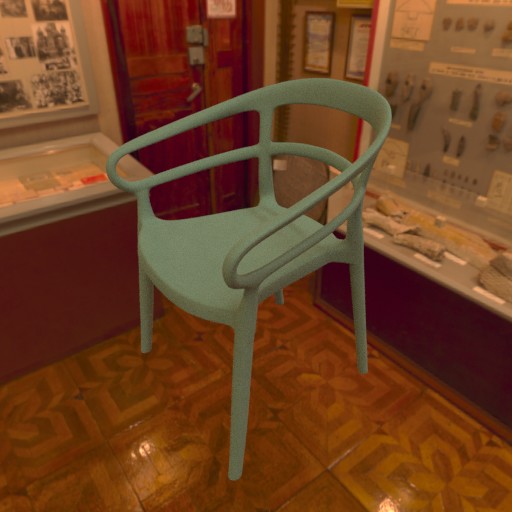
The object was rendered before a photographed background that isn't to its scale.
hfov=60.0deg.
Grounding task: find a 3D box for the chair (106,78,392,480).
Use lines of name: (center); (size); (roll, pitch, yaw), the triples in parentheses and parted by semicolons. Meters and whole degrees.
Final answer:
chair: (0.000, 0.000, 1.097); (0.527, 0.761, 0.559); (-21, 37, -30)
